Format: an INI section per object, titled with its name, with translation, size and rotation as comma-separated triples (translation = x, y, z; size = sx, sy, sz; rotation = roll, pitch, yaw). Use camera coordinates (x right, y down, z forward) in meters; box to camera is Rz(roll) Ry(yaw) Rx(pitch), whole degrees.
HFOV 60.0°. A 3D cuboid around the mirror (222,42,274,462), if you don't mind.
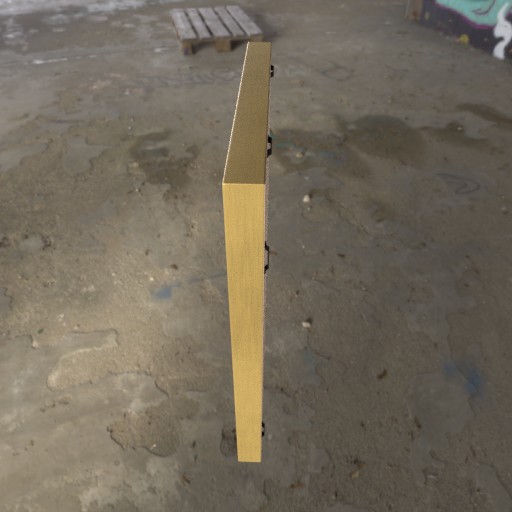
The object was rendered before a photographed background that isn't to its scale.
[mirror]
translation = 0.000, 0.000, 0.685
size = 0.041, 0.508, 0.405
rotation = 1, 41, 2
